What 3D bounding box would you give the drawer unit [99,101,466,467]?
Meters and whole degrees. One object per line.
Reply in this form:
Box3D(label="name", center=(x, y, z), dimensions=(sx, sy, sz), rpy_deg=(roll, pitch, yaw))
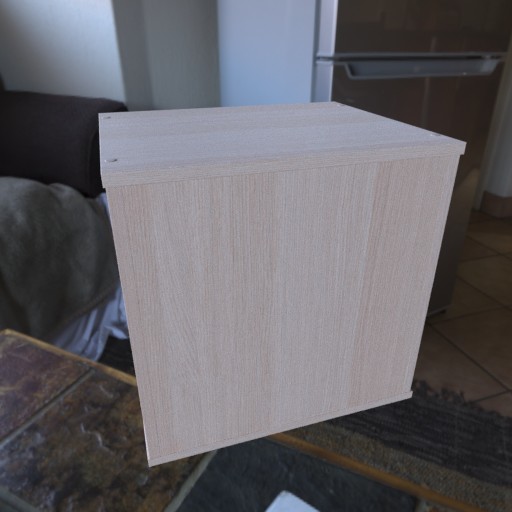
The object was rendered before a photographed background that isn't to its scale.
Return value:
Box3D(label="drawer unit", center=(0.000, 0.000, 0.597), dimensions=(0.349, 0.344, 0.290), rpy_deg=(-8, 28, -16))
